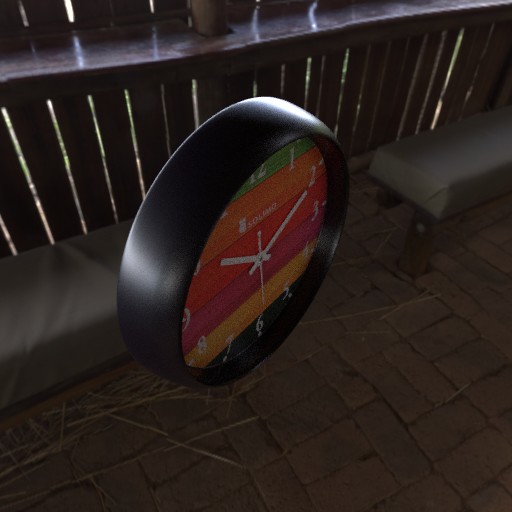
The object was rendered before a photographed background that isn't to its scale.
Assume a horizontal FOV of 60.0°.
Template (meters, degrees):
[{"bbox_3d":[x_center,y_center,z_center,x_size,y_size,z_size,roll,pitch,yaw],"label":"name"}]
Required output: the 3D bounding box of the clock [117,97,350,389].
[{"bbox_3d":[0.000,0.000,0.449,0.060,0.300,0.300,28,48,28],"label":"clock"}]
